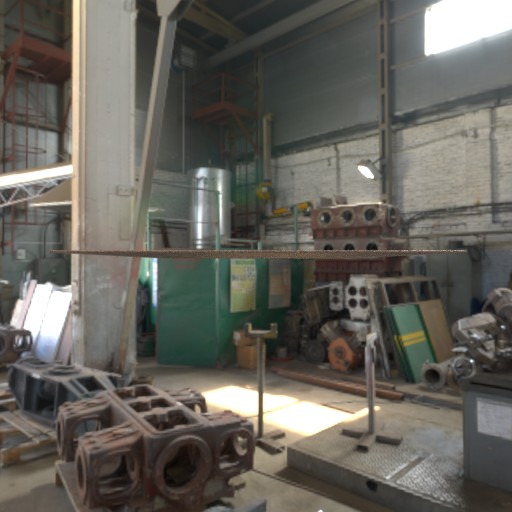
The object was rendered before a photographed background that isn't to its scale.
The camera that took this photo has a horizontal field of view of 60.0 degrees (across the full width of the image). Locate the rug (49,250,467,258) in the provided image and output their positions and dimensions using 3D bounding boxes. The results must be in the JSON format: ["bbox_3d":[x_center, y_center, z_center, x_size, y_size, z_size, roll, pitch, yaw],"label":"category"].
[{"bbox_3d":[0.000,0.000,4.188,2.448,0.013,3.205,0,-1,0],"label":"rug"}]
